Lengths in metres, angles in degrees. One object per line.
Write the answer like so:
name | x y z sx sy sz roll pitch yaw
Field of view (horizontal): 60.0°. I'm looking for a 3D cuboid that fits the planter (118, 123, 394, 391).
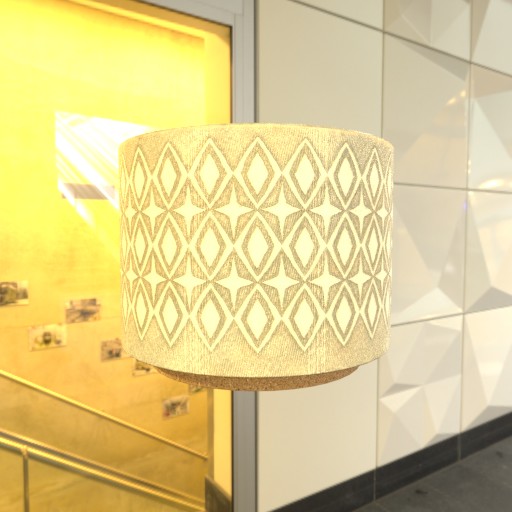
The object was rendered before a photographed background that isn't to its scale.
planter | 0.000 0.000 0.317 0.186 0.144 0.186 0 3 0
